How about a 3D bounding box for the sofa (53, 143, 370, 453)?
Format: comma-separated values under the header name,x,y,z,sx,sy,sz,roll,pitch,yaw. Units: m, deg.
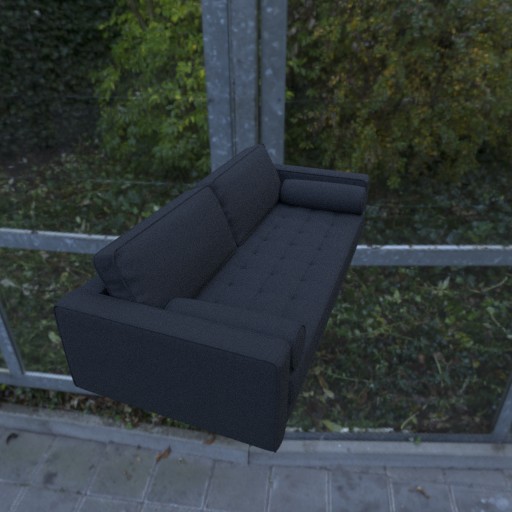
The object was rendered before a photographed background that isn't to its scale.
name,x,y,z,sx,sy,sz,roll,pitch,yaw
sofa,0.000,0.000,2.338,0.914,0.759,1.875,11,31,18
